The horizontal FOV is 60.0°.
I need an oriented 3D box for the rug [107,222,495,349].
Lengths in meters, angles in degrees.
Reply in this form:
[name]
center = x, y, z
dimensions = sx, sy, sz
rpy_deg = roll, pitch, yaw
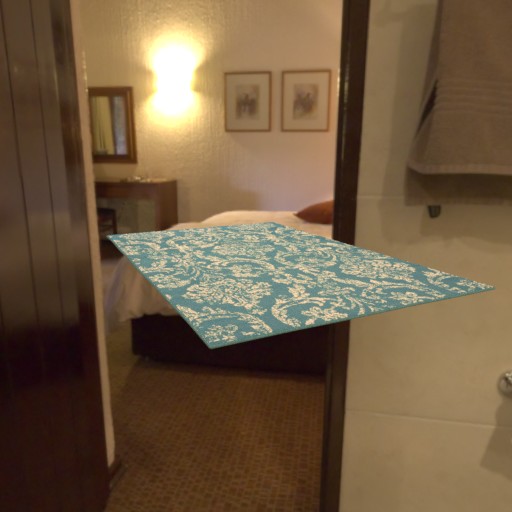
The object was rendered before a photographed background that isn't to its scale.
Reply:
[rug]
center = 0.000, 0.000, 2.291
dimensions = 1.211, 0.012, 1.833
rpy_deg = -7, 15, -26
